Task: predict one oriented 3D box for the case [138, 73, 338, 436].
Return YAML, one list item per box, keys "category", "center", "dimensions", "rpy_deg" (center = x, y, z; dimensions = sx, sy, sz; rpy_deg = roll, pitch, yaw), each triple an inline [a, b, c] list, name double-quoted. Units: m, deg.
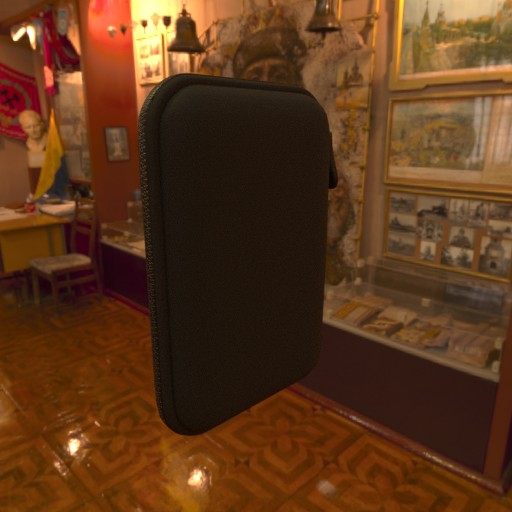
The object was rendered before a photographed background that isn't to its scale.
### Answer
- category: "case"
  center: [0.000, 0.000, 0.199]
  dimensions: [0.107, 0.147, 0.030]
  rpy_deg: [-14, 21, -41]
